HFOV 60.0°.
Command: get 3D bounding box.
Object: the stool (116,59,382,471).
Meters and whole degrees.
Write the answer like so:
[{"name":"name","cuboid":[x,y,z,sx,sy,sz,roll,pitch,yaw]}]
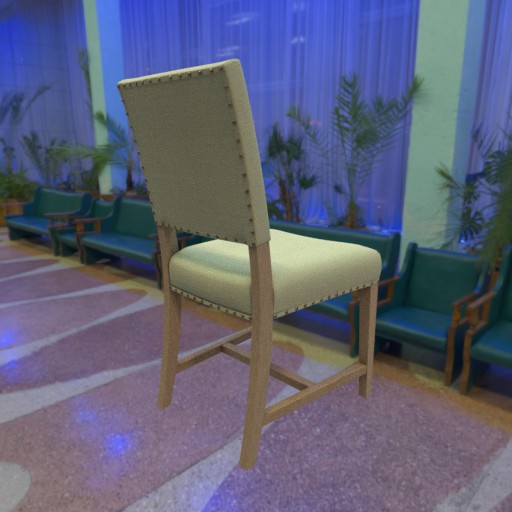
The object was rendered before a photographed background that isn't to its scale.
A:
[{"name":"stool","cuboid":[0.000,0.000,1.334,0.508,0.986,0.623,14,20,43]}]
